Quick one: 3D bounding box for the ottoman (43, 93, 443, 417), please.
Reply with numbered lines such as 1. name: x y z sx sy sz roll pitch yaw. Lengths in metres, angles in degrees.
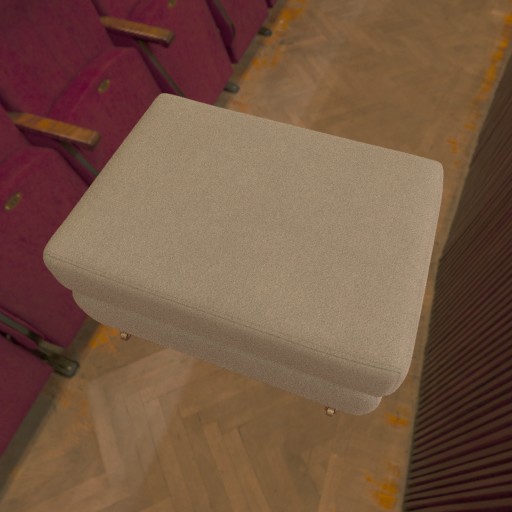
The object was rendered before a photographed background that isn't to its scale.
1. ottoman: 0.000 0.000 1.139 0.773 0.499 0.569 17 60 10
